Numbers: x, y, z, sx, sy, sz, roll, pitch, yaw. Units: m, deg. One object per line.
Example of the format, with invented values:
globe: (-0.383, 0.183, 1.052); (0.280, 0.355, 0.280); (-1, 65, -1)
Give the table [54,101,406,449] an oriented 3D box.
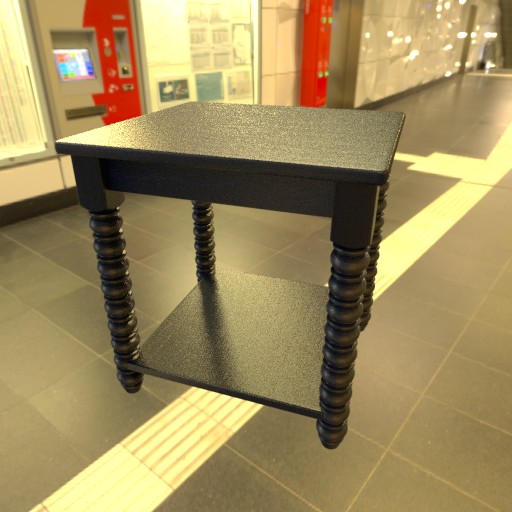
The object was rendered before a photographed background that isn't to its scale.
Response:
table: (0.000, 0.000, 0.981); (0.533, 0.567, 0.500); (9, 28, 17)
